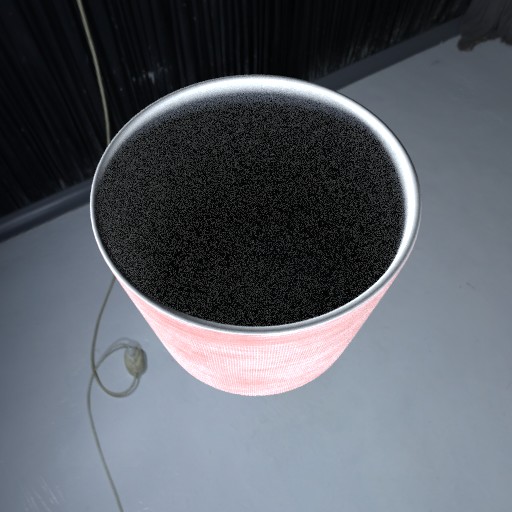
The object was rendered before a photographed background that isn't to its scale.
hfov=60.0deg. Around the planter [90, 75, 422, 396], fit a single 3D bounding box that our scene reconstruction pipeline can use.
[{"bbox_3d":[0.000,0.000,0.767,0.440,0.398,0.440,0,59,0],"label":"planter"}]
